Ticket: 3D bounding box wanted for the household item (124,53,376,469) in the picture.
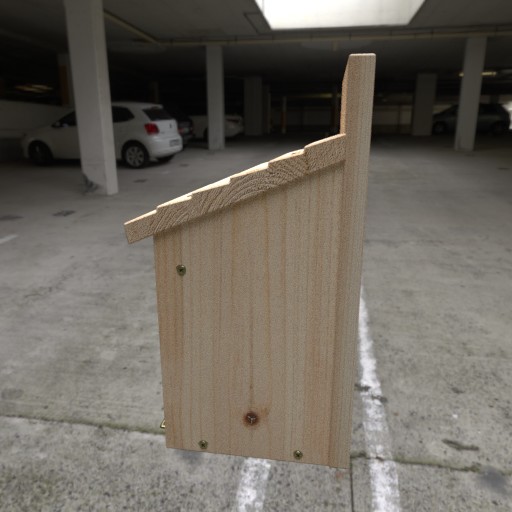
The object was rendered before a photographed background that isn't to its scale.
[{"bbox_3d":[0.000,0.000,0.389,0.171,0.300,0.149,2,15,9],"label":"household item"}]
